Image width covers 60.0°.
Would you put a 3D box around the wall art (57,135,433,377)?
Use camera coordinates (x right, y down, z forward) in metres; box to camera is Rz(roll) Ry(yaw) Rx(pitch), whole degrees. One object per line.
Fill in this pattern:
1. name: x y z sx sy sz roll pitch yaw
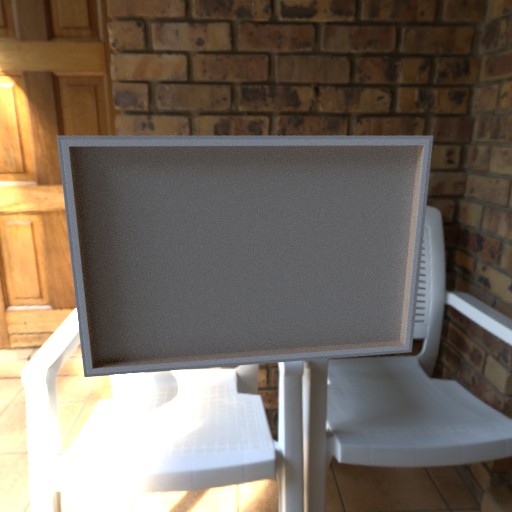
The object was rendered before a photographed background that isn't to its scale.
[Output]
1. wall art: 0.000 0.000 1.166 0.915 0.610 0.038 -2 15 -9
